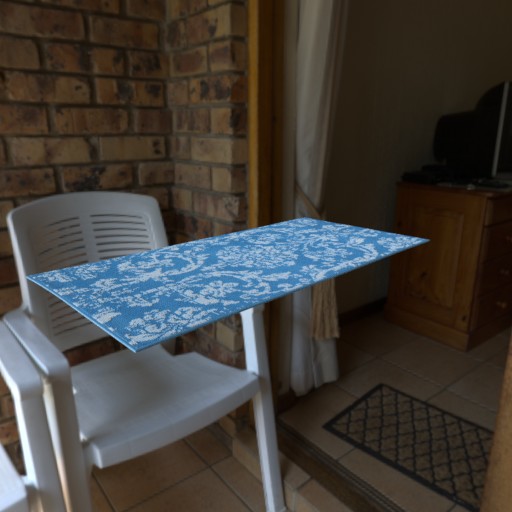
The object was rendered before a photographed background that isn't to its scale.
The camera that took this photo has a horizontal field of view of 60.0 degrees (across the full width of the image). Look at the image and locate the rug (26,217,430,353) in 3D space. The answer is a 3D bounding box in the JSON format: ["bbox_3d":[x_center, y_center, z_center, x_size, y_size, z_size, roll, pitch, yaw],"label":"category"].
[{"bbox_3d":[0.000,0.000,1.442,1.219,0.007,0.604,-15,22,-42],"label":"rug"}]
